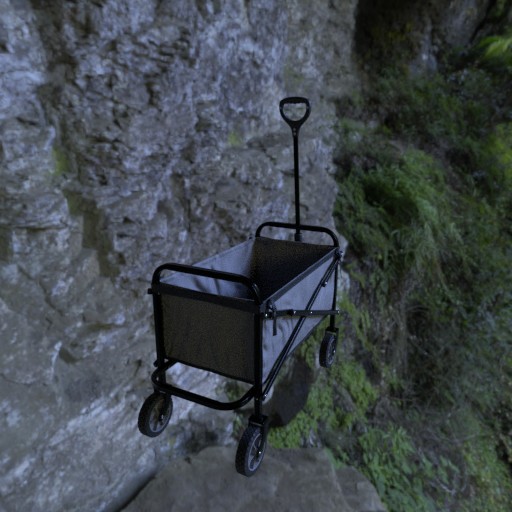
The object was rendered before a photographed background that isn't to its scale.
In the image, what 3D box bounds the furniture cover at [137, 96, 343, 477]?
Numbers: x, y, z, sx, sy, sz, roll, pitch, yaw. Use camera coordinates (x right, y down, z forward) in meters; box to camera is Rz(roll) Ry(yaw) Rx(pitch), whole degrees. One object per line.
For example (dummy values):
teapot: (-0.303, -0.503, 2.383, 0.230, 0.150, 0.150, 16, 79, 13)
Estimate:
furniture cover: (0.000, 0.000, 1.853, 0.532, 1.295, 1.038, 9, 18, 27)
